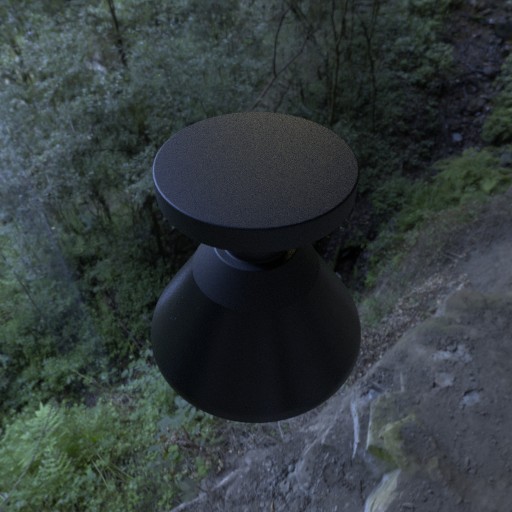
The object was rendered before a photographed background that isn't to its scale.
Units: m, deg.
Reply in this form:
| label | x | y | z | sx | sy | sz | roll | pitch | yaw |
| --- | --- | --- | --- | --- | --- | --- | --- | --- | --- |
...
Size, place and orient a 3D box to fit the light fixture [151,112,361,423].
| label | x | y | z | sx | sy | sz | roll | pitch | yaw |
| --- | --- | --- | --- | --- | --- | --- | --- | --- | --- |
| light fixture | 0.000 | 0.000 | 0.364 | 0.200 | 0.183 | 0.200 | 0 | 45 | 0 |
